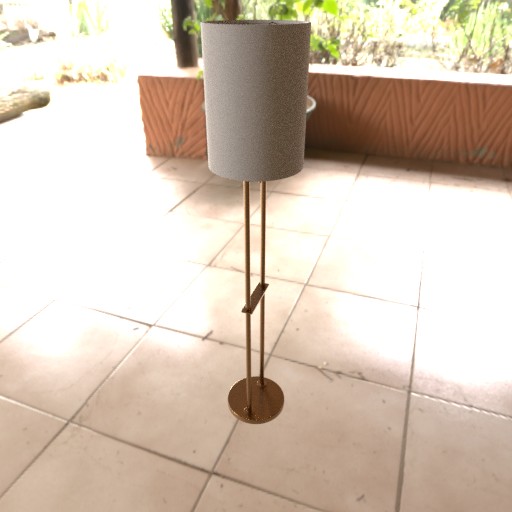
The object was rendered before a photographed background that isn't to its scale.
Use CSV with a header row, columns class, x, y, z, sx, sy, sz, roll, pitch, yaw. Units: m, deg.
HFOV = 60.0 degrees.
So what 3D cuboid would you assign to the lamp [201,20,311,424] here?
class,x,y,z,sx,sy,sz,roll,pitch,yaw
lamp,0.000,0.000,1.605,0.305,1.500,0.306,10,32,17
